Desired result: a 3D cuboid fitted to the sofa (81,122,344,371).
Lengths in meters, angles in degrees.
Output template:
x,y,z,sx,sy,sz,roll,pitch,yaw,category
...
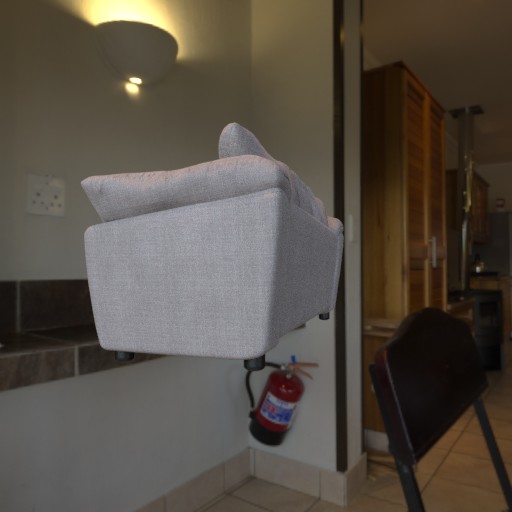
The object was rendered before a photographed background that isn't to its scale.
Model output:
x,y,z,sx,sy,sz,roll,pitch,yaw,category
0.000,0.000,2.817,0.878,0.996,2.334,-1,-2,17,sofa
